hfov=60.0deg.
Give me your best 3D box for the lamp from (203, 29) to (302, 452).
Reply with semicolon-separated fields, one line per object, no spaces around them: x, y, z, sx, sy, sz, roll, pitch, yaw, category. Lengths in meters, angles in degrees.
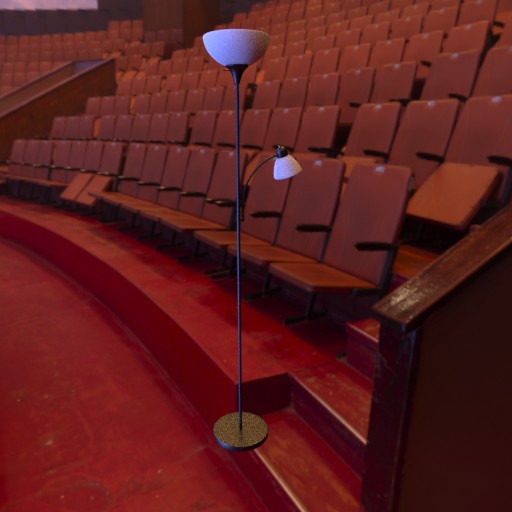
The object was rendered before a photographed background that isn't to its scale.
0.000;0.000;2.016;0.442;1.804;0.279;-7;16;-26;lamp
